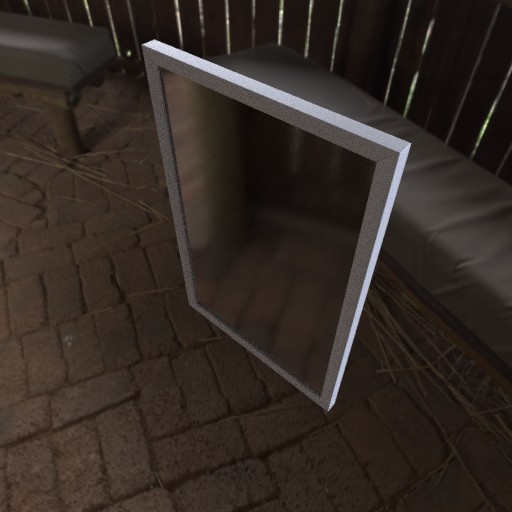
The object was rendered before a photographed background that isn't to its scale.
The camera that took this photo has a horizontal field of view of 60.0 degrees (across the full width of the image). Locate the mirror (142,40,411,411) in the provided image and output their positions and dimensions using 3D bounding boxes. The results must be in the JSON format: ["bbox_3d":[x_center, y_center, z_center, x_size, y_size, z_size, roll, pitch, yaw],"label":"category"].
[{"bbox_3d":[0.000,0.000,1.147,0.609,0.914,0.041,33,55,27],"label":"mirror"}]
